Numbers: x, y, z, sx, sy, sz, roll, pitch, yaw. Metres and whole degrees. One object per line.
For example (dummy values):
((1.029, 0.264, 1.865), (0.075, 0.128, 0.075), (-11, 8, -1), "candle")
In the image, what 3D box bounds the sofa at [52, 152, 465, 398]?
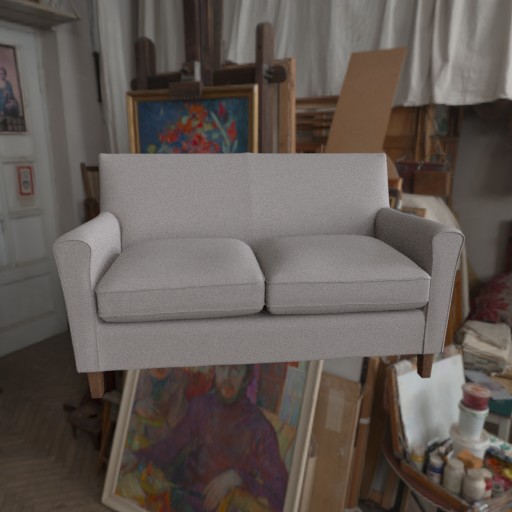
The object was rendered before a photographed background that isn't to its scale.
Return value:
((0.000, 0.000, 1.988), (1.482, 0.890, 0.888), (-2, 14, -6), "sofa")
